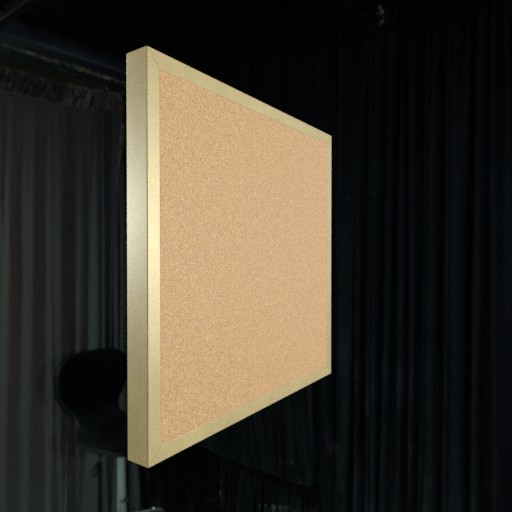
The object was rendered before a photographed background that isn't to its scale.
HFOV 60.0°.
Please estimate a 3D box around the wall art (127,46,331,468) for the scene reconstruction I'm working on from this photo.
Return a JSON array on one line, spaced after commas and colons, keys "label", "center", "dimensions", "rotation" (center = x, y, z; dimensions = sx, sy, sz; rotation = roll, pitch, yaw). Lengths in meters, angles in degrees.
[{"label": "wall art", "center": [0.000, 0.000, 0.750], "dimensions": [0.038, 0.508, 0.508], "rotation": [0, 1, 35]}]
